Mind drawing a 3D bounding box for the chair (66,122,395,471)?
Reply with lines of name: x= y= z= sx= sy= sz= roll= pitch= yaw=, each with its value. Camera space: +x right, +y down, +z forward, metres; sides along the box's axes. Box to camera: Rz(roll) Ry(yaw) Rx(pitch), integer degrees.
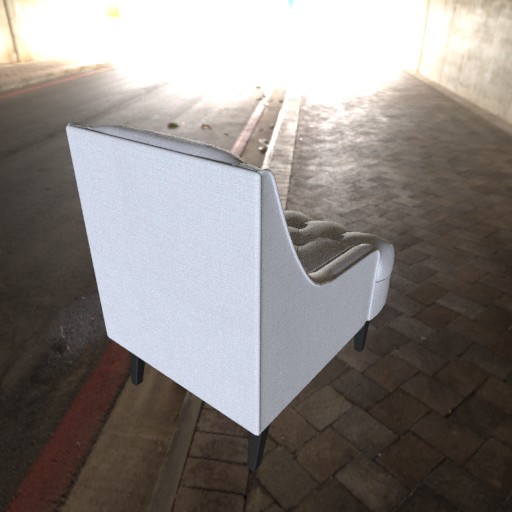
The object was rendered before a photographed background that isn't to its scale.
chair: x=0.000 y=0.000 z=1.415 sx=0.658 sy=0.891 sz=0.772 roll=21 pitch=35 yaw=33
